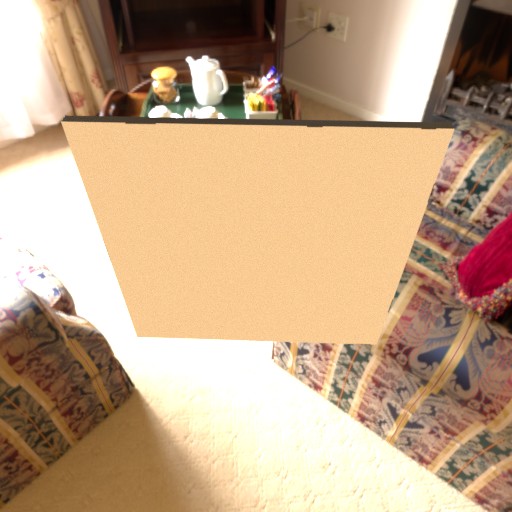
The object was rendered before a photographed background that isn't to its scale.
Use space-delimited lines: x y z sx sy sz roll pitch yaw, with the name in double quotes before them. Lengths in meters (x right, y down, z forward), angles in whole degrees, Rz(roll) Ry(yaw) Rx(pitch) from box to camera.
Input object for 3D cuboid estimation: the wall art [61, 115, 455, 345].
"wall art" 0.000 0.000 0.667 0.446 0.445 0.014 2 47 1
